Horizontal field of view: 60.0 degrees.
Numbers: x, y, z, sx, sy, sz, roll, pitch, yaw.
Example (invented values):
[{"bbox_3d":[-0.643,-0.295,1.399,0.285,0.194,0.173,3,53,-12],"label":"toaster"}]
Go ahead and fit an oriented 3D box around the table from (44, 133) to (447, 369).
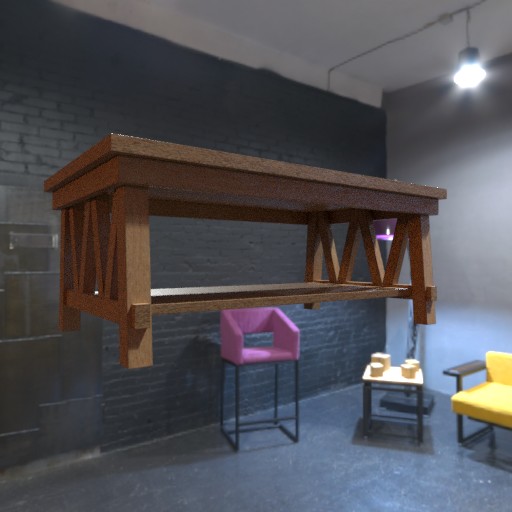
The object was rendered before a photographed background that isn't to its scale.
[{"bbox_3d":[0.000,0.000,1.593,1.270,0.507,0.711,0,-1,-36],"label":"table"}]
